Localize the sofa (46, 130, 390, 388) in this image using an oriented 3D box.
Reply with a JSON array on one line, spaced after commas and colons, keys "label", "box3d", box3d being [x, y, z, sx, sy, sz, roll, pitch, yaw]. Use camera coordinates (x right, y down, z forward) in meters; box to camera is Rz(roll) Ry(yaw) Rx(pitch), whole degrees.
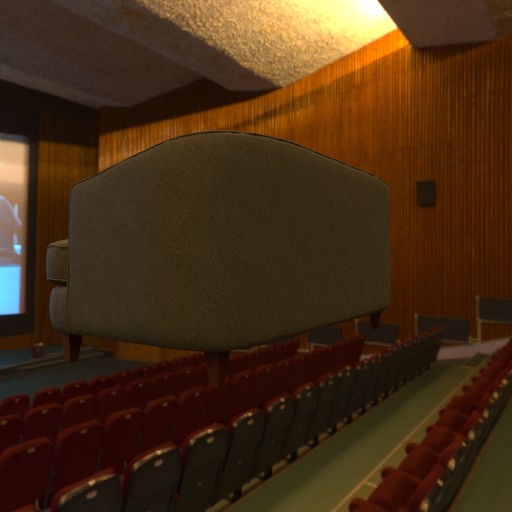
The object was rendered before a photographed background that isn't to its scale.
[{"label": "sofa", "box3d": [0.000, 0.000, 2.232, 0.941, 0.855, 1.733, 0, 0, 36]}]
